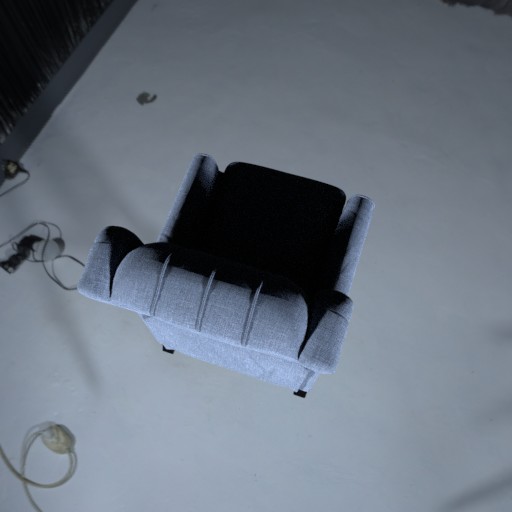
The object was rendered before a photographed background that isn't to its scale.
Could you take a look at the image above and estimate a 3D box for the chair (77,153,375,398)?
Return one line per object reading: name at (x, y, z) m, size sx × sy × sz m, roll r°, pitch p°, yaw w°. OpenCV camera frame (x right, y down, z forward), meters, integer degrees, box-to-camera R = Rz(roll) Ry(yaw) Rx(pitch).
chair at (0.000, 0.000, 1.643) m, size 0.742 × 1.035 × 0.898 m, roll 16°, pitch 64°, yaw 8°
